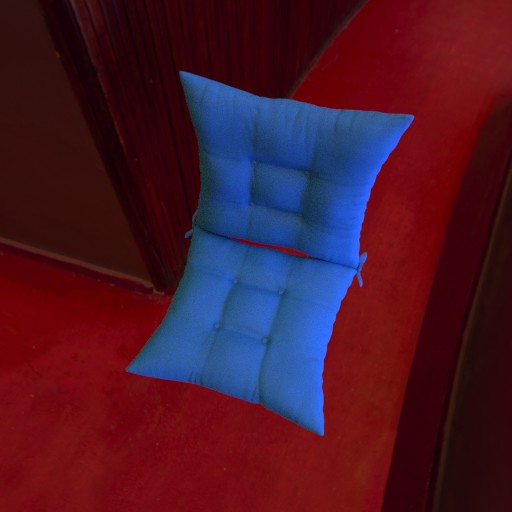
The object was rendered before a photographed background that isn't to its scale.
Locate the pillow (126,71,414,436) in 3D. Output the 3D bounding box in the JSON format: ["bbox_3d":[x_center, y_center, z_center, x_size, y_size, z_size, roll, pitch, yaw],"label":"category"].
[{"bbox_3d":[0.000,0.000,1.021,0.541,0.536,0.585,15,59,9],"label":"pillow"}]
